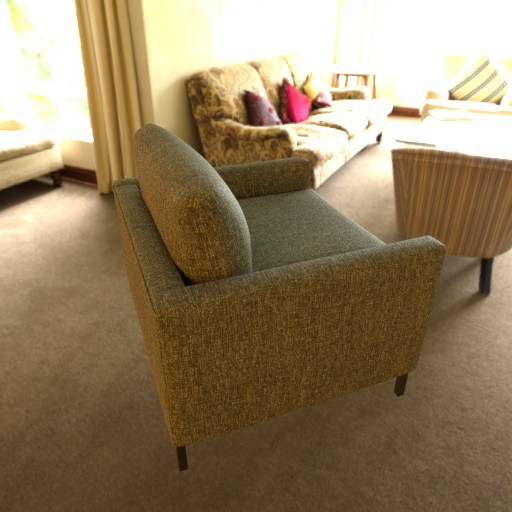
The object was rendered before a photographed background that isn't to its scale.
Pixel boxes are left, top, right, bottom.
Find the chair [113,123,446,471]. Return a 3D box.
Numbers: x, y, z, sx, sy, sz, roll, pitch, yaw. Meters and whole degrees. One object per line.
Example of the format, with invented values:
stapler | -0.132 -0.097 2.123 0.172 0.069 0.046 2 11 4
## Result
chair | 0.000 0.000 1.614 0.866 0.861 0.963 -11 31 -19
